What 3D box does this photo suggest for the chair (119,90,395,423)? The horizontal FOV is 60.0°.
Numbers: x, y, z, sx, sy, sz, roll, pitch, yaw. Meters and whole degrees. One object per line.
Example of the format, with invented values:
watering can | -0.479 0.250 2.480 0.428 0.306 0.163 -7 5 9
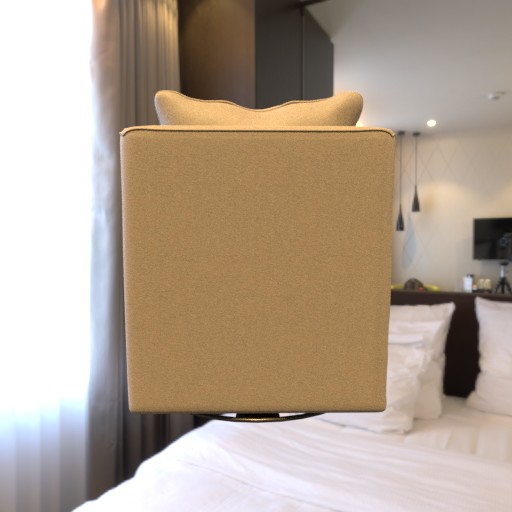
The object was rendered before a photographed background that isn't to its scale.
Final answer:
chair | 0.000 0.000 1.609 0.760 0.942 0.876 0 2 -1
